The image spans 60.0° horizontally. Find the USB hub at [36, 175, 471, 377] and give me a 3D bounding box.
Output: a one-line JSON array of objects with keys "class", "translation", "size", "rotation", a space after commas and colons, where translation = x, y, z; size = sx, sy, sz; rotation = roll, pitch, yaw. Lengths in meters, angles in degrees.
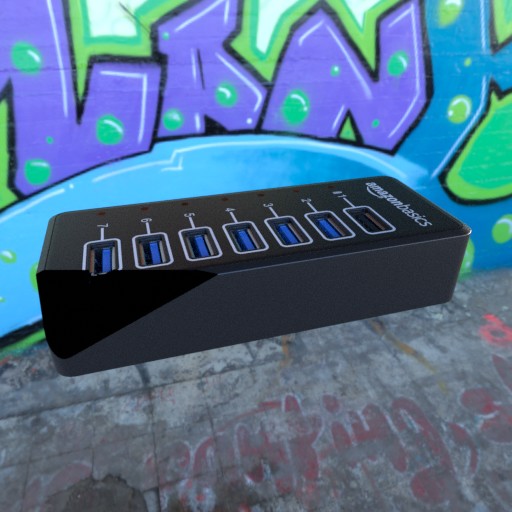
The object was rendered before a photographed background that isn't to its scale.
[{"class": "USB hub", "translation": [0.000, 0.000, 0.127], "size": [0.110, 0.023, 0.044], "rotation": [-9, 32, -14]}]
